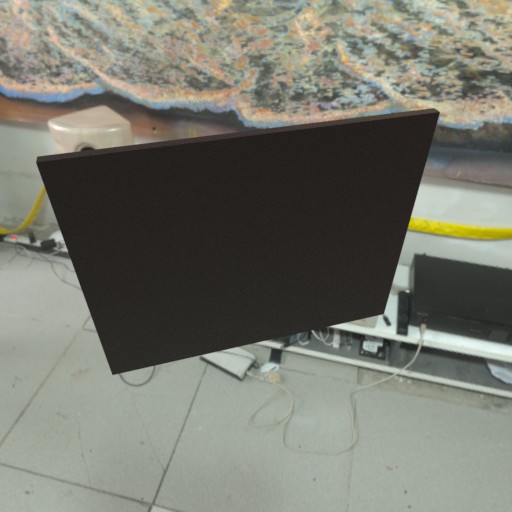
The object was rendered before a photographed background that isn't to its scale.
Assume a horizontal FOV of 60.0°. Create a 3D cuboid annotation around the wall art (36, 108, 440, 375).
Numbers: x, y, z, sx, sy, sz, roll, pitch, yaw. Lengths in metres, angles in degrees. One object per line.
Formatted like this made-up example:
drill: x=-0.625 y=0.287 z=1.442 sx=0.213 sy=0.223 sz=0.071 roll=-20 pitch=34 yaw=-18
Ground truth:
wall art: x=0.000 y=0.000 z=1.606 sx=1.207 sy=0.952 sz=0.034 roll=-10 pitch=42 yaw=-12
